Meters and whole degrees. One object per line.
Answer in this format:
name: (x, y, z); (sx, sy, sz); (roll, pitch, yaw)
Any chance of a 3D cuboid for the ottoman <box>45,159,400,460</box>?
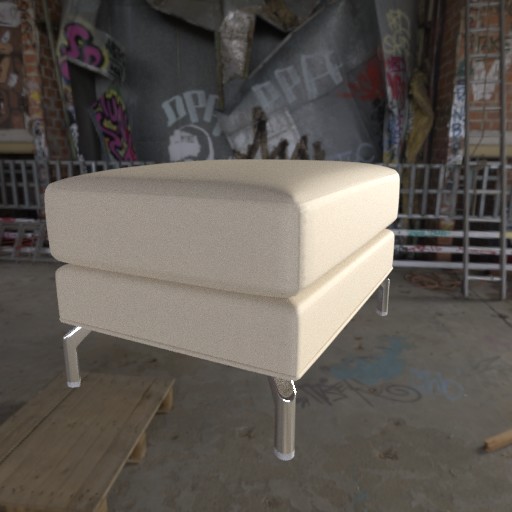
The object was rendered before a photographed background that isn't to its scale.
ottoman: (0.000, 0.000, 1.177); (0.581, 0.497, 0.835); (7, 15, 27)
